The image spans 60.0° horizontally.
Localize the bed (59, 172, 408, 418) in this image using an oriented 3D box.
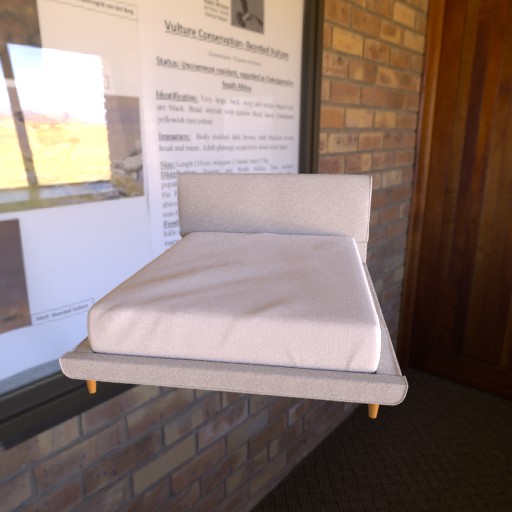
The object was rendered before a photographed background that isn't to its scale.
[{"bbox_3d":[0.000,0.000,3.557,1.980,1.126,2.498,2,15,8],"label":"bed"}]
